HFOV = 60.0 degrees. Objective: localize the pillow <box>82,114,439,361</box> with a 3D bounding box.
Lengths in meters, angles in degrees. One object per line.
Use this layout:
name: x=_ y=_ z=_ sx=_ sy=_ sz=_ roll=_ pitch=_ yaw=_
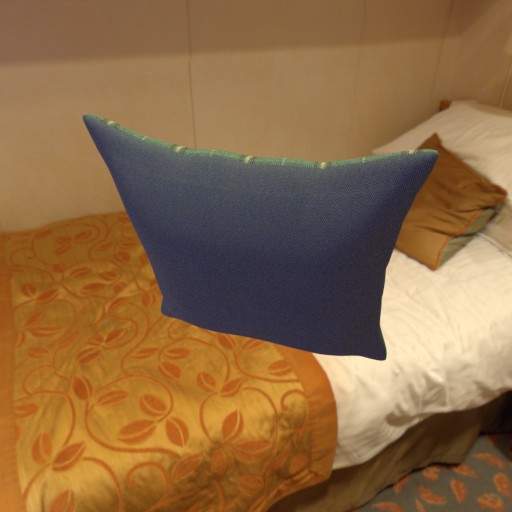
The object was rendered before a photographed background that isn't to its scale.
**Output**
pillow: x=0.000 y=0.000 z=0.695 sx=0.453 sy=0.430 sz=0.200 roll=10 pitch=34 yaw=16
